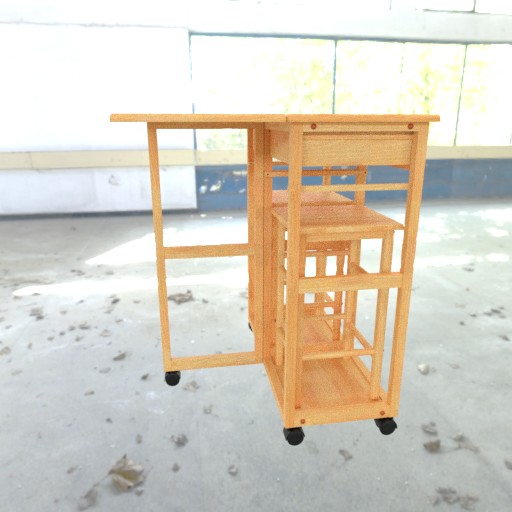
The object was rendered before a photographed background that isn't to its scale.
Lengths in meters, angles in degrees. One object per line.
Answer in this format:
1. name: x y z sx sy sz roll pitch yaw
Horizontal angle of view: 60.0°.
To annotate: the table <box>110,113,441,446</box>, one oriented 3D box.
1. table: 0.000 0.000 1.378 0.693 0.832 0.752 -3 17 -9
